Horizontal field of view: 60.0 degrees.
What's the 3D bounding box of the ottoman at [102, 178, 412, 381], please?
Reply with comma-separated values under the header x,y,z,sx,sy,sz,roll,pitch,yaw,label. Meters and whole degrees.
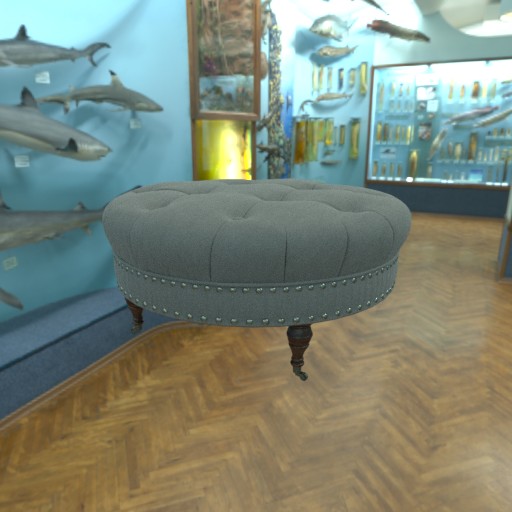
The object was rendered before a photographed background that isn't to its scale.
x,y,z,sx,sy,sz,roll,pitch,yaw,label
0.000,0.000,1.394,0.901,0.439,0.901,0,16,0,ottoman
